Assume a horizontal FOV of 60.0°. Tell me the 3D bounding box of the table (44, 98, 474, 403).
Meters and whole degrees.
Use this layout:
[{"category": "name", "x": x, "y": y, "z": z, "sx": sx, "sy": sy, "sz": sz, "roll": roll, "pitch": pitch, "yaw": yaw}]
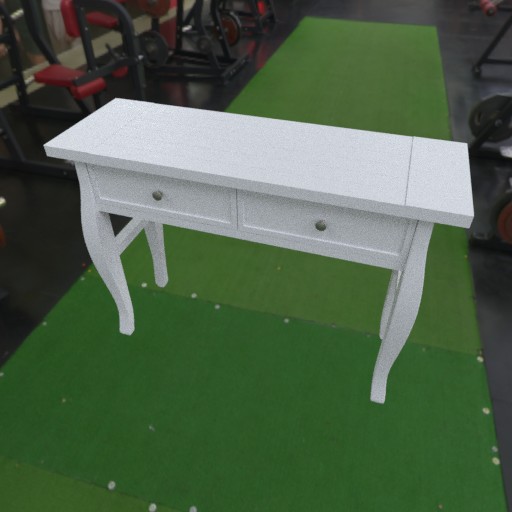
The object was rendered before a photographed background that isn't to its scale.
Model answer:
[{"category": "table", "x": 0.000, "y": 0.000, "z": 1.417, "sx": 1.062, "sy": 0.768, "sz": 0.373, "roll": 12, "pitch": 41, "yaw": 14}]
